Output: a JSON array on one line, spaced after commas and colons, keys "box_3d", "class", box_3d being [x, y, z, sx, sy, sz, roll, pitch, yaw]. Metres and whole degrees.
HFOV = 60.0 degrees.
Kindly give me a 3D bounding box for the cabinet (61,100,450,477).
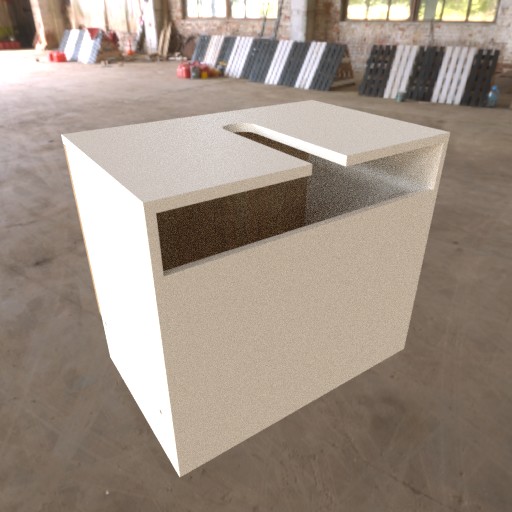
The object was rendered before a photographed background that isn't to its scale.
[{"box_3d": [0.000, 0.000, 0.946, 0.600, 0.522, 0.400, -19, 34, -29], "class": "cabinet"}]
